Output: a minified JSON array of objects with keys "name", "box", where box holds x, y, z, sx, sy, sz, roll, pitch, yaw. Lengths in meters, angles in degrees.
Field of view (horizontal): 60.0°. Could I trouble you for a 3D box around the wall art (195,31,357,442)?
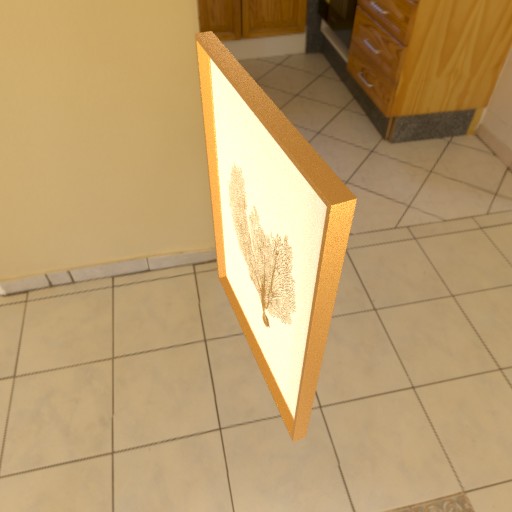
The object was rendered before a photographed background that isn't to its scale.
[{"name":"wall art","box":[0.000,0.000,1.062,0.038,0.812,0.610,-16,49,-15]}]
